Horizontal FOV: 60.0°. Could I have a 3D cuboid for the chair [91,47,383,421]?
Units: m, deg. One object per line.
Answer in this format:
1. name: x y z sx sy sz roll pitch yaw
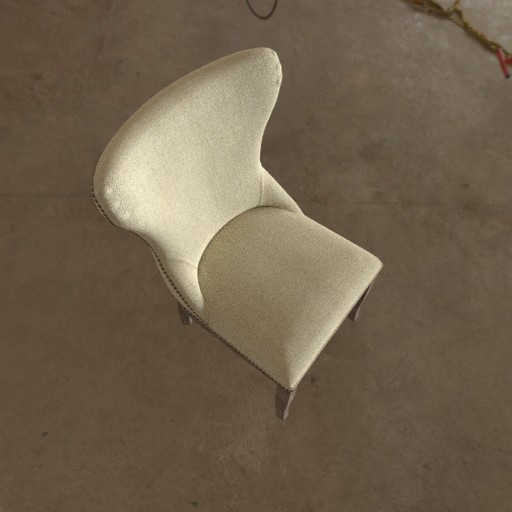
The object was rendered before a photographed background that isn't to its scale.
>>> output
1. chair: 0.000 0.000 1.437 0.681 1.002 0.654 34 65 18
